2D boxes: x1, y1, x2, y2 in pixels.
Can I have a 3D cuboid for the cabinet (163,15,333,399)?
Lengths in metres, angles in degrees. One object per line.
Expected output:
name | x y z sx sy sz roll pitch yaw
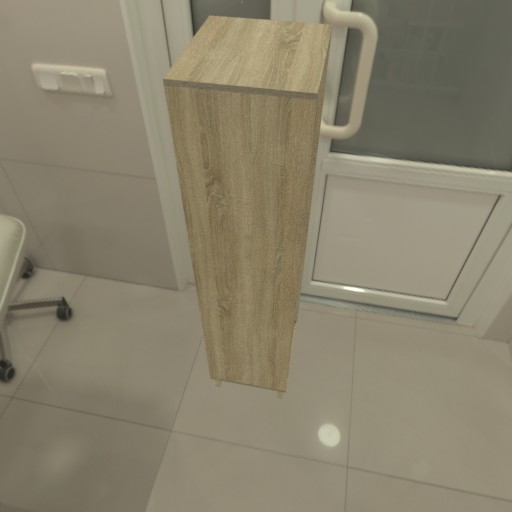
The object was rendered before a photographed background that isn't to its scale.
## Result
cabinet | 0.000 0.000 2.144 0.450 1.960 0.510 8 48 8
